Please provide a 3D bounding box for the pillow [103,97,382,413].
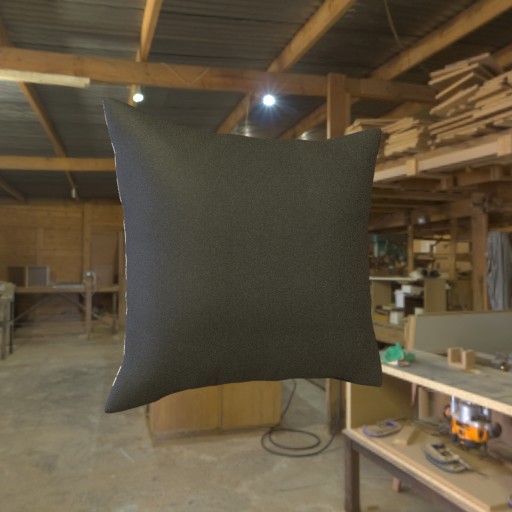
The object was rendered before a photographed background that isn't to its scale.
[{"bbox_3d":[0.000,0.000,0.768,0.504,0.494,0.188,0,-1,-18],"label":"pillow"}]
